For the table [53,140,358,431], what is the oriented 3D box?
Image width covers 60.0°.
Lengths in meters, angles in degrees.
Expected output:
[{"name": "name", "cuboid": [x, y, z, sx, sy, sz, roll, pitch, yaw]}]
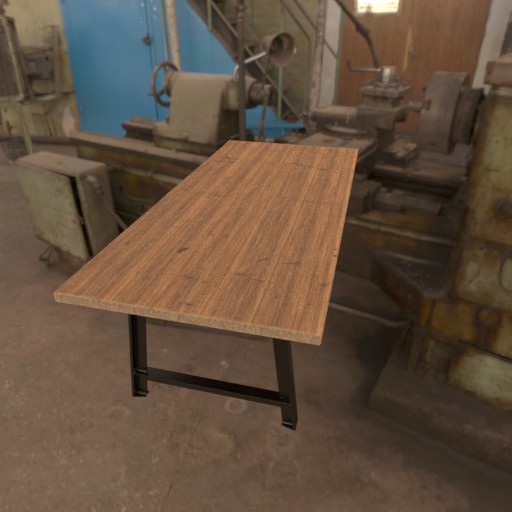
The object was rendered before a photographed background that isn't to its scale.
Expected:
[{"name": "table", "cuboid": [0.000, 0.000, 2.653, 1.000, 0.757, 2.200, 7, 30, 12]}]
